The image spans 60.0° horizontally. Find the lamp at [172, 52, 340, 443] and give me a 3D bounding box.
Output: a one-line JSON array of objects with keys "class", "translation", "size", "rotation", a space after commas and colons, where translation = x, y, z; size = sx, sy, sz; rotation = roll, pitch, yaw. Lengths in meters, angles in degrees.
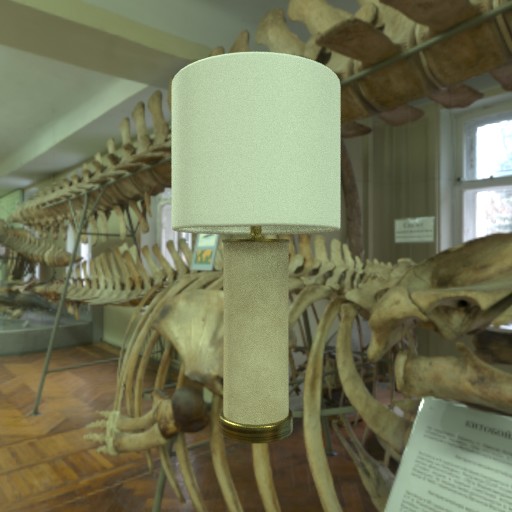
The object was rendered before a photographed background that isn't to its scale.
[{"class": "lamp", "translation": [0.000, 0.000, 0.816], "size": [0.305, 0.634, 0.305], "rotation": [0, 0, 19]}]
